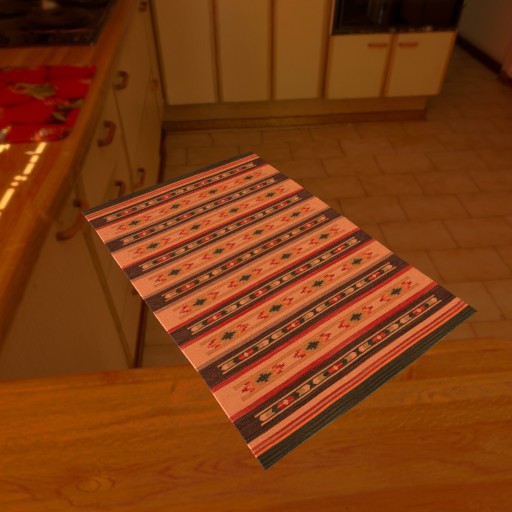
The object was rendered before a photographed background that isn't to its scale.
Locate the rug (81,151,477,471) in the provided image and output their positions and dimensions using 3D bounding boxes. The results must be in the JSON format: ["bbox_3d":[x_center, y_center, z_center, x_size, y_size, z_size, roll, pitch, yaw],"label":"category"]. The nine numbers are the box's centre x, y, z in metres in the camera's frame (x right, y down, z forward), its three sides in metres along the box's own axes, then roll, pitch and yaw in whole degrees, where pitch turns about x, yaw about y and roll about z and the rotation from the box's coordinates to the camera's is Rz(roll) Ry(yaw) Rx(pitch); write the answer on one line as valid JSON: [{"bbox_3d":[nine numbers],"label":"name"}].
[{"bbox_3d":[0.000,0.000,2.322,1.221,0.009,1.825,-26,49,-25],"label":"rug"}]
